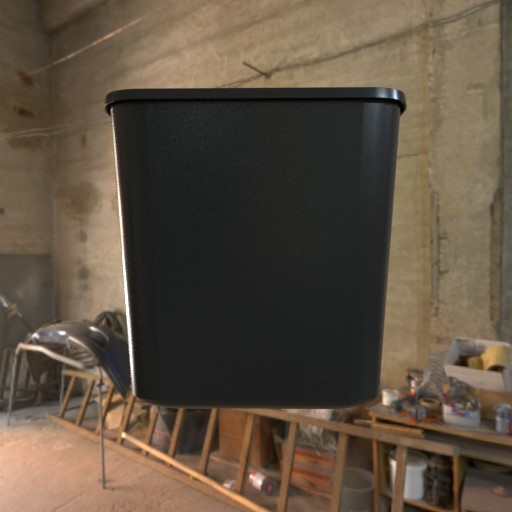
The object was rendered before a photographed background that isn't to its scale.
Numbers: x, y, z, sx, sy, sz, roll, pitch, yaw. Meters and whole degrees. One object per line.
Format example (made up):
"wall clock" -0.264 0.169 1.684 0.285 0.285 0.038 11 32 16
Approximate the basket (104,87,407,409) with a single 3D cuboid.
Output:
"basket" 0.000 0.000 0.509 0.300 0.307 0.211 0 0 1
